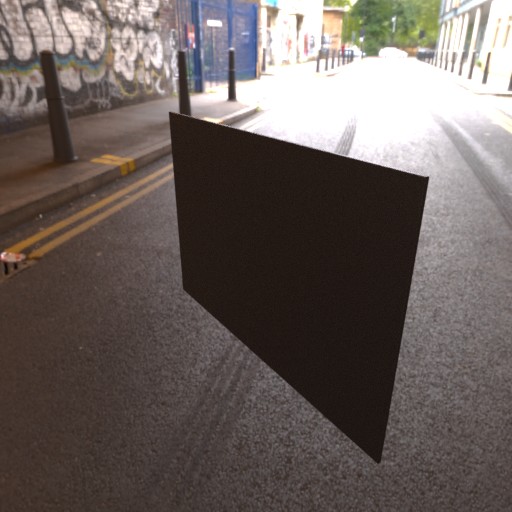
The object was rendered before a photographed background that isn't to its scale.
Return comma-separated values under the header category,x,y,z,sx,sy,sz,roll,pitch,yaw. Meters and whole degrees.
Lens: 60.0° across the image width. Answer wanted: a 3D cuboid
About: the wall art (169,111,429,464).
category,x,y,z,sx,sy,sz,roll,pitch,yaw
wall art,0.000,0.000,1.496,0.013,0.811,1.192,-17,30,-31
